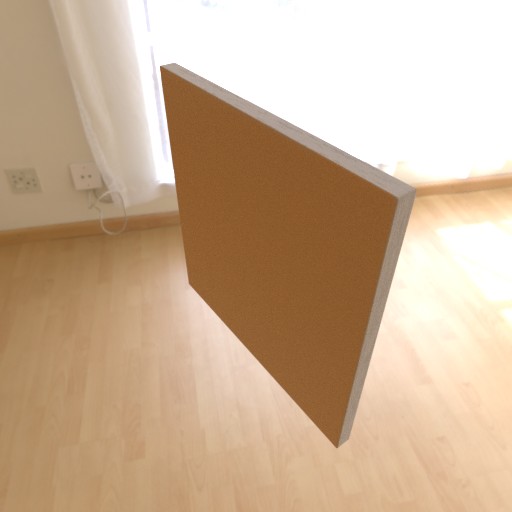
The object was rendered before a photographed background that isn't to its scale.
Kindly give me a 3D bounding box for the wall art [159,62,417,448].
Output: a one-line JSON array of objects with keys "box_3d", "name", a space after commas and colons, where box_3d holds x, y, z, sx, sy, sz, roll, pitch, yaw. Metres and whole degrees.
[{"box_3d": [0.000, 0.000, 1.924, 0.078, 1.288, 1.287, -26, 47, -27], "name": "wall art"}]
